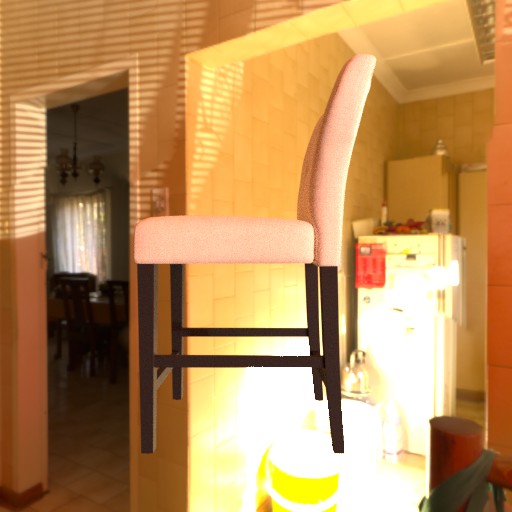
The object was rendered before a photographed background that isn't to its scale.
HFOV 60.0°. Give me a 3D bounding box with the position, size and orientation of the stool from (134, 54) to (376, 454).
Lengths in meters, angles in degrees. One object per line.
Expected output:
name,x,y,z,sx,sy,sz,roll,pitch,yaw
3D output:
stool,0.000,0.000,1.286,0.603,0.972,0.514,0,1,1
